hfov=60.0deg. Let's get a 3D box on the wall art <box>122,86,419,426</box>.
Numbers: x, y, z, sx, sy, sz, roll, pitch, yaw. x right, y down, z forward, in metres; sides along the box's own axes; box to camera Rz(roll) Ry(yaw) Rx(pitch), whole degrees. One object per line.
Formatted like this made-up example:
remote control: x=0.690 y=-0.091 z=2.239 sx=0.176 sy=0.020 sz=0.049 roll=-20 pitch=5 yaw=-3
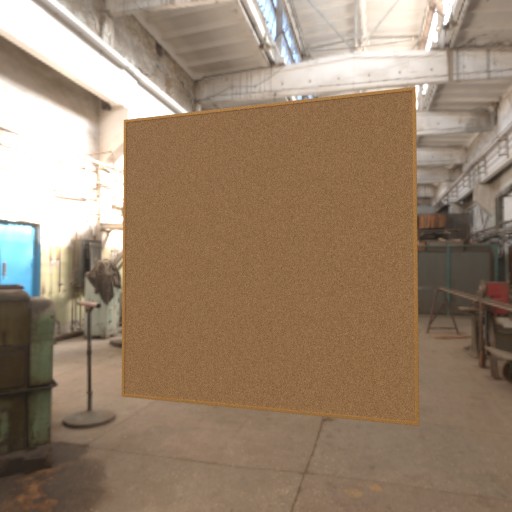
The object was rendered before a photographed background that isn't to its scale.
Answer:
wall art: x=0.000 y=0.000 z=0.959 sx=0.657 sy=0.655 sz=0.014 roll=0 pitch=-2 yaw=17
